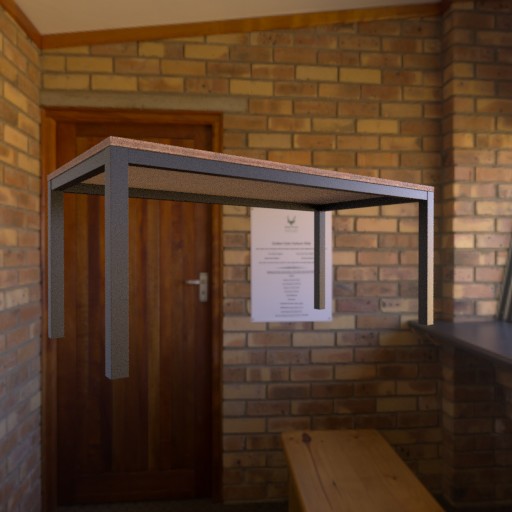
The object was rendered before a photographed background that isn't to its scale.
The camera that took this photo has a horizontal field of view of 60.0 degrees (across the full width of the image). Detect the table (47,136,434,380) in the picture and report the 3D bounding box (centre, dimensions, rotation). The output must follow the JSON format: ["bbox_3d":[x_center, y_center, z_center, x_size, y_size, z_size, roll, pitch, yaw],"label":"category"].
[{"bbox_3d":[0.000,0.000,2.289,1.805,0.767,0.893,0,1,-37],"label":"table"}]
